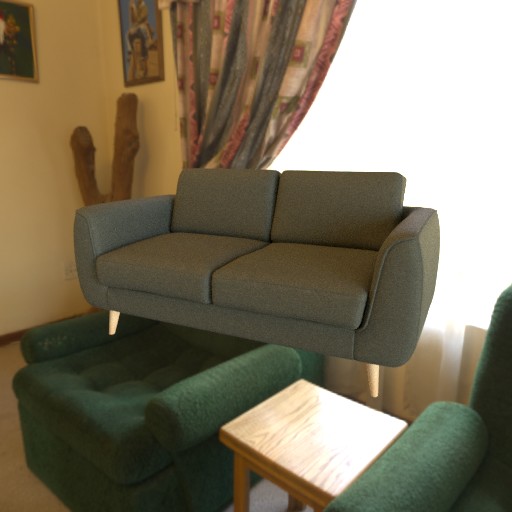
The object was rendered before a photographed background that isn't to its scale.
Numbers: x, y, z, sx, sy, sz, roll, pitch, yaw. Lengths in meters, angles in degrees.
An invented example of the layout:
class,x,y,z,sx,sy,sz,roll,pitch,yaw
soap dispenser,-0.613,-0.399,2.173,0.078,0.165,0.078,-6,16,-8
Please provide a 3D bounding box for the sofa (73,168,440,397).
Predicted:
class,x,y,z,sx,sy,sz,roll,pitch,yaw
sofa,0.000,0.000,2.269,1.700,0.850,0.920,6,15,26
